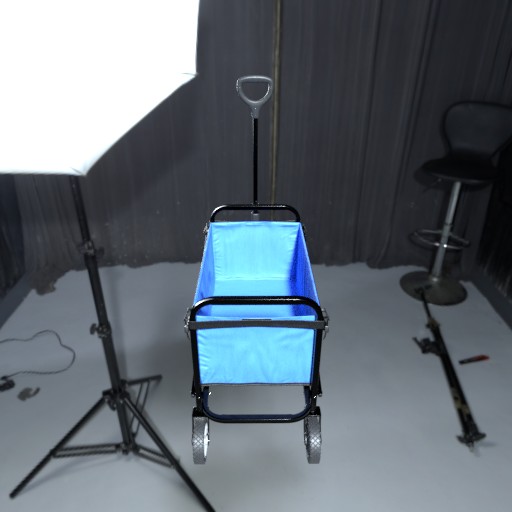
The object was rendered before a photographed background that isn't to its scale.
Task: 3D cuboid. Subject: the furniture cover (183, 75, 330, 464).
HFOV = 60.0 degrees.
[{"bbox_3d":[0.000,0.000,1.809,0.532,1.295,1.038,0,28,0],"label":"furniture cover"}]
